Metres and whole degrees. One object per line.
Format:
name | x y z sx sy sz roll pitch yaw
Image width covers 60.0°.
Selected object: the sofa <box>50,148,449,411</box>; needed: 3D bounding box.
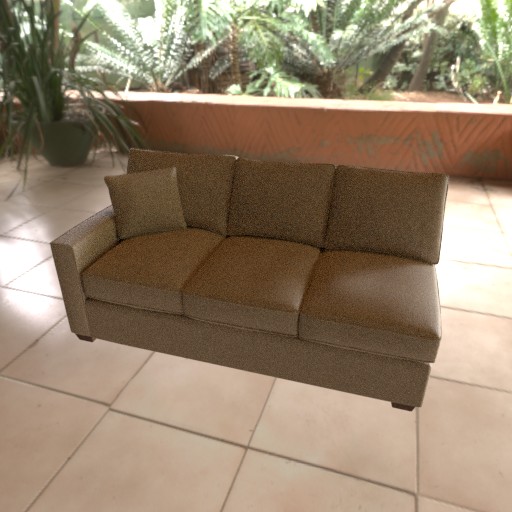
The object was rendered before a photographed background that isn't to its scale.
sofa | 0.000 0.000 2.527 1.962 0.946 1.034 8 29 15
